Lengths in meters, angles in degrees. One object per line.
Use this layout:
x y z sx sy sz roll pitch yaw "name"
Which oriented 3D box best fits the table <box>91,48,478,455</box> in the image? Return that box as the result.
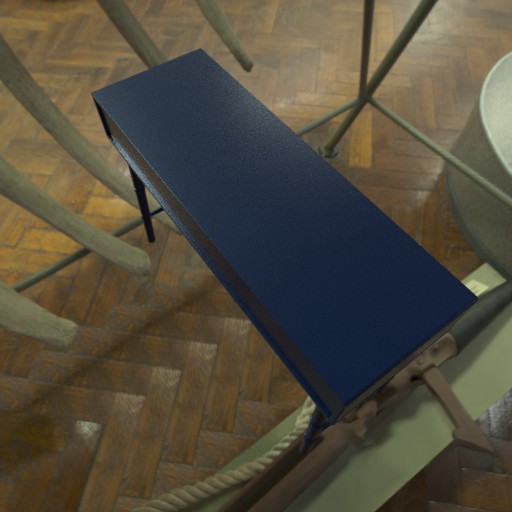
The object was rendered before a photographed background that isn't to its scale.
0.000 0.000 1.441 0.399 0.749 1.118 -31 63 -18 "table"
